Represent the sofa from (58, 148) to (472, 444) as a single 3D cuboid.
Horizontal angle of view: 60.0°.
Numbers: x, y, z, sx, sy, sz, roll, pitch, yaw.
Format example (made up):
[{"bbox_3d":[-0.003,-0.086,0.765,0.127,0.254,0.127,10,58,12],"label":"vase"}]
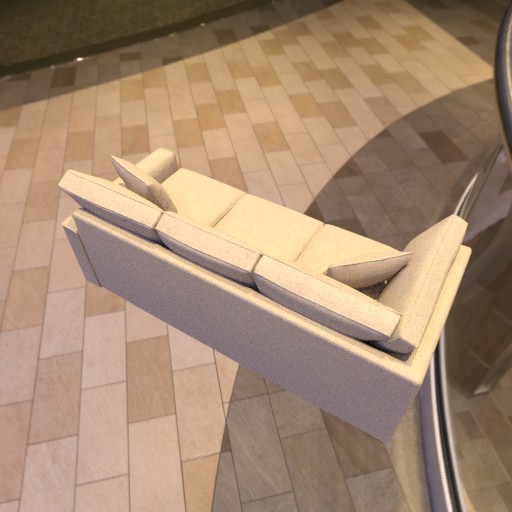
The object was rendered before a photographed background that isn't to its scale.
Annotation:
[{"bbox_3d":[0.000,0.000,2.842,2.317,0.962,1.061,24,51,21],"label":"sofa"}]
